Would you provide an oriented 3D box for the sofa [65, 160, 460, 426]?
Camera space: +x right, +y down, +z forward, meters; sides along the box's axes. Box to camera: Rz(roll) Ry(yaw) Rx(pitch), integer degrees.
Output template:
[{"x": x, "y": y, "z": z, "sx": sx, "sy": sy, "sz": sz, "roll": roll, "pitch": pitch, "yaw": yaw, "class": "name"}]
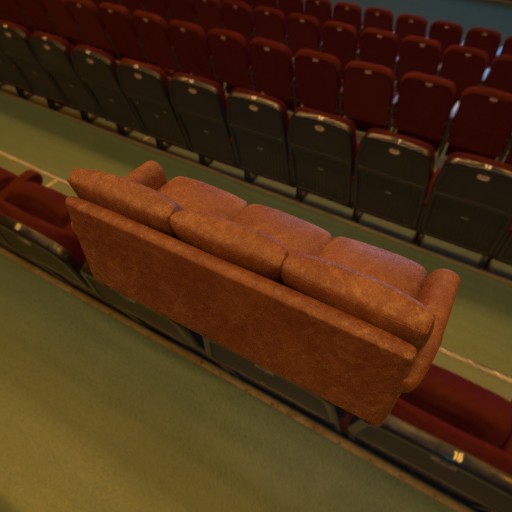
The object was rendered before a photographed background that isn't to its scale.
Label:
[{"x": 0.000, "y": 0.000, "z": 2.823, "sx": 2.351, "sy": 0.977, "sz": 0.973, "roll": 23, "pitch": 50, "yaw": 21, "class": "sofa"}]
